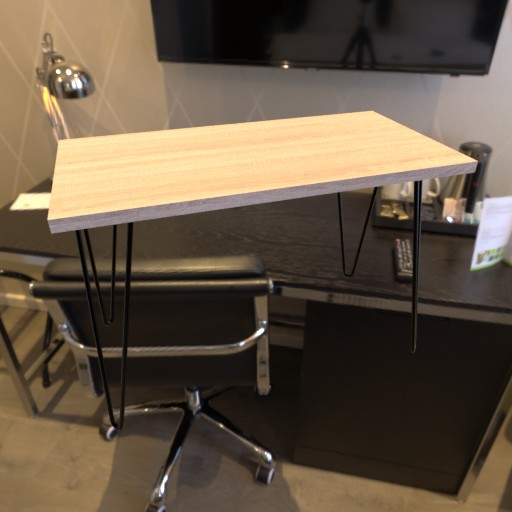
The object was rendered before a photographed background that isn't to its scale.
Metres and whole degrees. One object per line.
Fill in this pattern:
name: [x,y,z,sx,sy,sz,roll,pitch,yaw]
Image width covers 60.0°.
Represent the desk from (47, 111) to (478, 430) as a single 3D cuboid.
desk: [0.000,0.000,1.342,0.991,0.660,0.499,-10,34,-15]
